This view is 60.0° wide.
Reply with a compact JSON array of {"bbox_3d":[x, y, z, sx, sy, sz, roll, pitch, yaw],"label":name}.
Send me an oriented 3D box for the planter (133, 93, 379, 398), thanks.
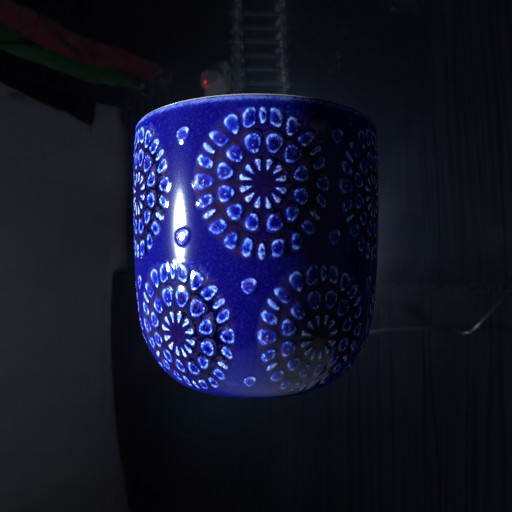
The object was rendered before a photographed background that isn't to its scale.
[{"bbox_3d":[0.000,0.000,0.205,0.109,0.112,0.109,0,0,0],"label":"planter"}]
